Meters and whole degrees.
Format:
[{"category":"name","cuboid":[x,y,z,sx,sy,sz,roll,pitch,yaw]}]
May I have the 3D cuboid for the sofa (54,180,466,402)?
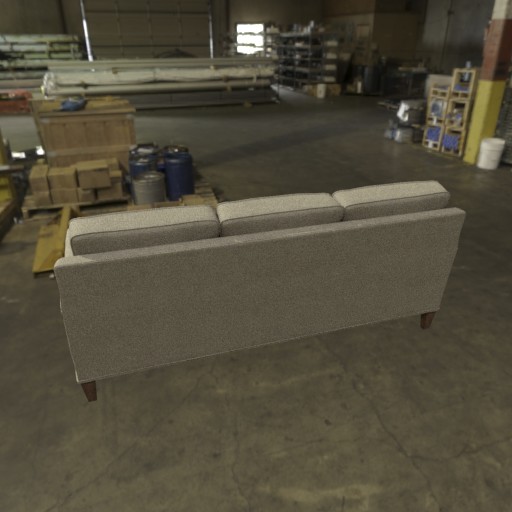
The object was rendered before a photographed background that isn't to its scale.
[{"category":"sofa","cuboid":[0.000,0.000,2.793,2.246,1.003,1.084,-8,27,-16]}]
